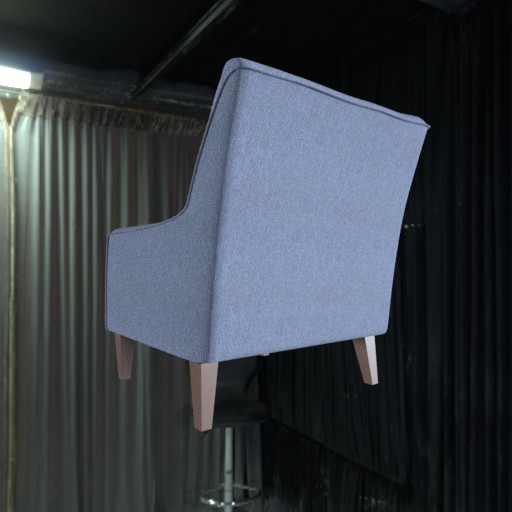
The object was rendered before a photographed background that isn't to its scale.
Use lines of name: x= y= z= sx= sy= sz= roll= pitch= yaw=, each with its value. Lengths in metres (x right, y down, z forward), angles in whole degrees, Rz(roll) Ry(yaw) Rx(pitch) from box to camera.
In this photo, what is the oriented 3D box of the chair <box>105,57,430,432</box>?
chair: x=0.000 y=0.000 z=1.573 sx=0.780 sy=0.919 sz=0.899 roll=0 pitch=0 yaw=-37
